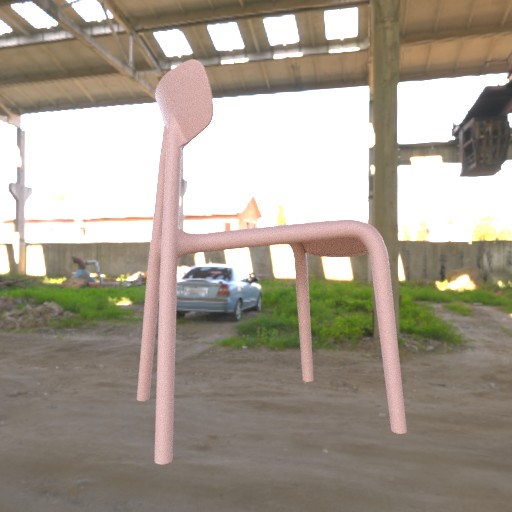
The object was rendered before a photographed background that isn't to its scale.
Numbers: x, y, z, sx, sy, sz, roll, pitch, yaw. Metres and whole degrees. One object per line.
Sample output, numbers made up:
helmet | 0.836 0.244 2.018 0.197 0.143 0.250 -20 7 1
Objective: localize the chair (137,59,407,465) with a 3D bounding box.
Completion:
chair | 0.000 0.000 0.821 0.401 0.580 0.356 0 -1 -20
